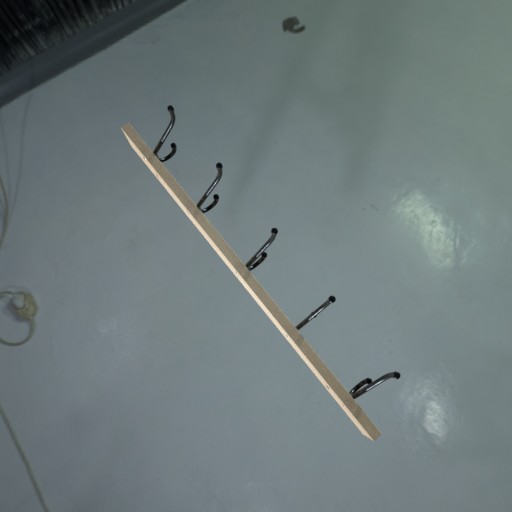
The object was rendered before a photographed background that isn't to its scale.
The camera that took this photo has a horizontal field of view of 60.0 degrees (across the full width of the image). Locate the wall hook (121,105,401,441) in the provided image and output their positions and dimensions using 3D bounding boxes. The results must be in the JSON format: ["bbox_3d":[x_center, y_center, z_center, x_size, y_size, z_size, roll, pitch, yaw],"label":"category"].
[{"bbox_3d":[0.000,0.000,0.629,0.071,0.117,0.571,-38,79,-9],"label":"wall hook"}]
